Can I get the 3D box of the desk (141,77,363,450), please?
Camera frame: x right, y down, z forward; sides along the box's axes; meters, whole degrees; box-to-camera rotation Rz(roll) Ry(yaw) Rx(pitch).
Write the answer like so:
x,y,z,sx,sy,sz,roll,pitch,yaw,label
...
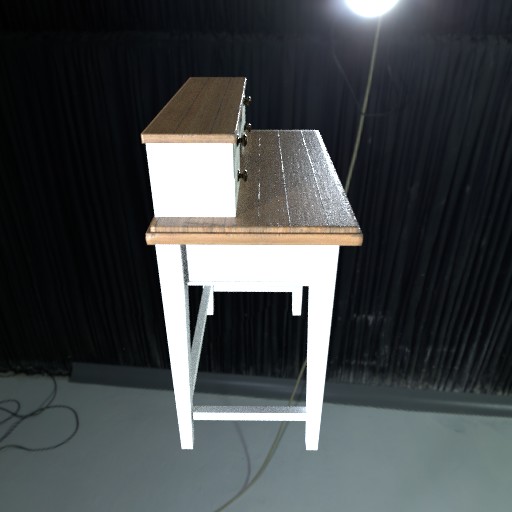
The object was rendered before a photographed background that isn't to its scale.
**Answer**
x,y,z,sx,sy,sz,roll,pitch,yaw,label
0.000,0.000,1.438,0.462,0.981,0.814,0,30,0,desk
